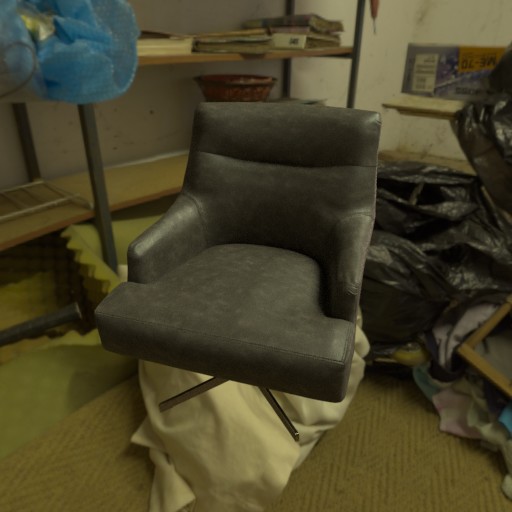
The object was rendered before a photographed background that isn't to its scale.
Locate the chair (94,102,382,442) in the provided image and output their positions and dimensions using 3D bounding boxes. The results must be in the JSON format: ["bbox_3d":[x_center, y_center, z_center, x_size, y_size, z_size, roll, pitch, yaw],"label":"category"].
[{"bbox_3d":[0.000,0.000,1.498,0.738,0.870,0.874,8,29,16],"label":"chair"}]
